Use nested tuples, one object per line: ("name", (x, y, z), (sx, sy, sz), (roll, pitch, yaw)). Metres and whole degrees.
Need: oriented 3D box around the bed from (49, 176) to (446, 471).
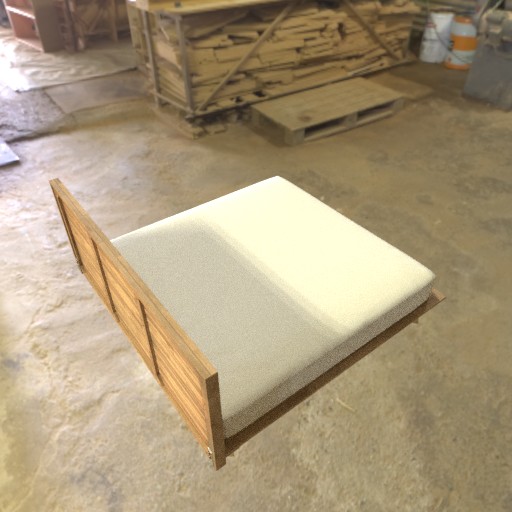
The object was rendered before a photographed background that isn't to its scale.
("bed", (0.000, 0.000, 3.401), (2.167, 1.100, 2.116), (-26, 46, -28))
